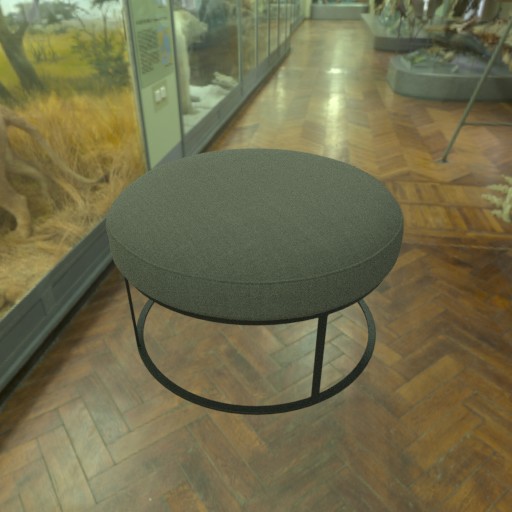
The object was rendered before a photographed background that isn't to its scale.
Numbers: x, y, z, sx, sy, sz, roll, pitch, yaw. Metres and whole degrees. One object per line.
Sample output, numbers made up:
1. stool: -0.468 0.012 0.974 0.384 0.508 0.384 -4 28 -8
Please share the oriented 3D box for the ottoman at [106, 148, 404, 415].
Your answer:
1. ottoman: 0.000 0.000 1.269 0.772 0.460 0.772 0 31 0
